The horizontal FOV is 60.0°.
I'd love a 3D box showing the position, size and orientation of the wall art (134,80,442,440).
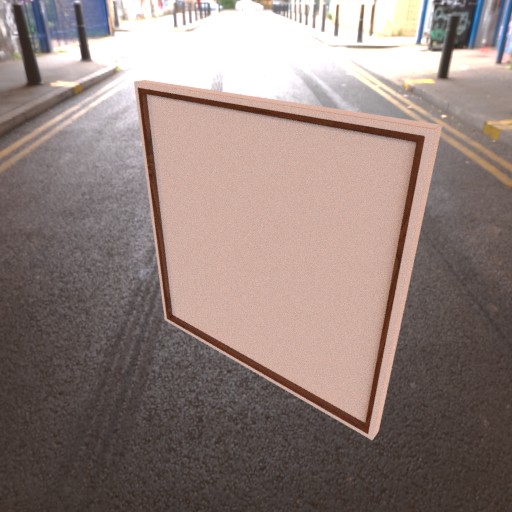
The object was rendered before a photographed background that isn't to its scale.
[{"bbox_3d":[0.000,0.000,1.482,1.009,1.009,0.049,22,37,33],"label":"wall art"}]
